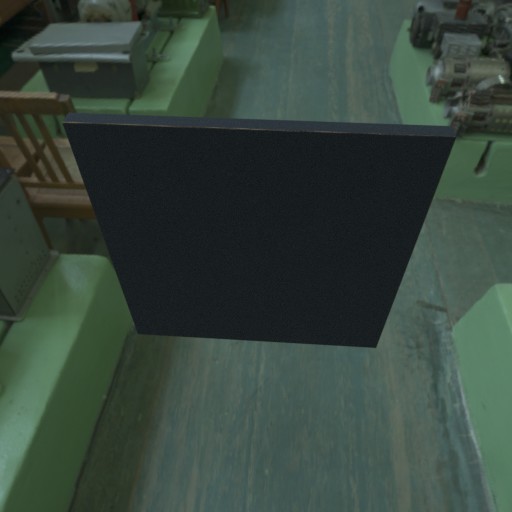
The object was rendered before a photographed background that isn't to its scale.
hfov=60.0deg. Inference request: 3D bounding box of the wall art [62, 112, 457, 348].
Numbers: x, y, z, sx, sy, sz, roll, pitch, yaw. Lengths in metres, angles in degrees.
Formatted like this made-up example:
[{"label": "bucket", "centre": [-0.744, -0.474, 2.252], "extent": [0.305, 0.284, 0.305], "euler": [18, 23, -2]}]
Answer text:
[{"label": "wall art", "centre": [0.000, 0.000, 1.146], "extent": [0.762, 0.762, 0.038], "euler": [3, 47, 3]}]
